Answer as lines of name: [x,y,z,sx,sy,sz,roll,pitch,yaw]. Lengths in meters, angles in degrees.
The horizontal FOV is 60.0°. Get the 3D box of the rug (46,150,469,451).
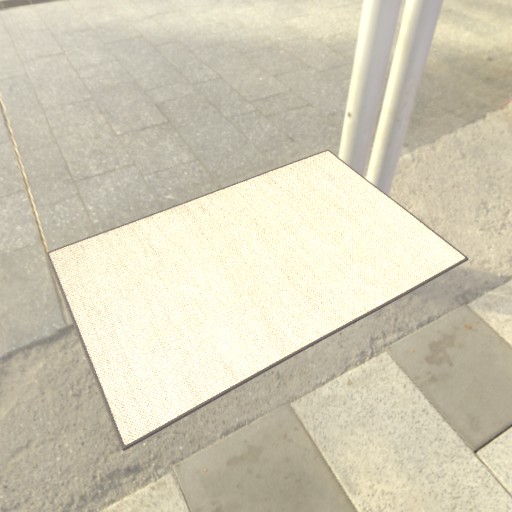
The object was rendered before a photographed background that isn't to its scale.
rug: [0.000,0.000,2.072,1.676,0.013,1.067,-24,51,-21]
